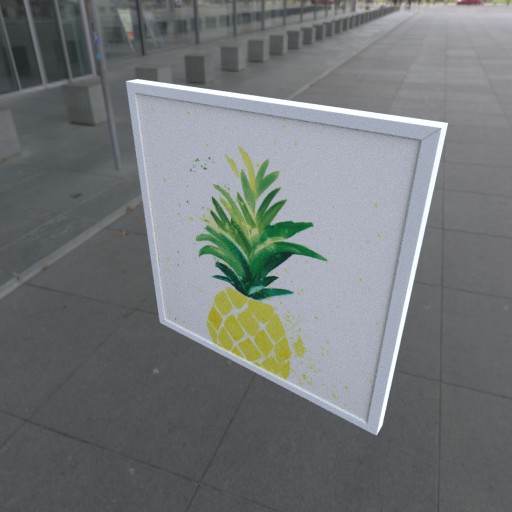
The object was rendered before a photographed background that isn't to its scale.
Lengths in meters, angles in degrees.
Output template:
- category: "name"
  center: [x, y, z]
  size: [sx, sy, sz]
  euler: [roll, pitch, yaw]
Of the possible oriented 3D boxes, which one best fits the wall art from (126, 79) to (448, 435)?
- category: "wall art"
  center: [0.000, 0.000, 1.114]
  size: [0.763, 0.761, 0.038]
  euler: [20, 36, 30]
